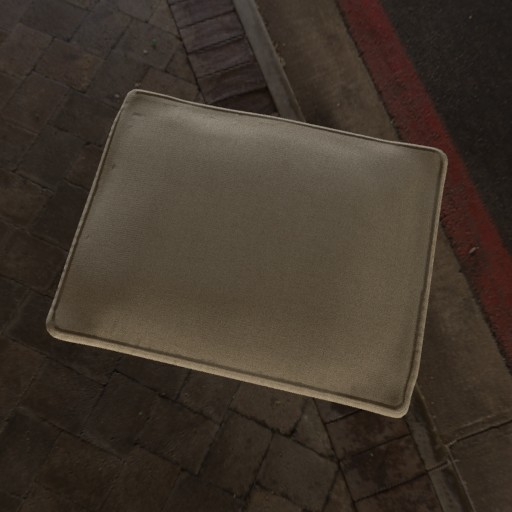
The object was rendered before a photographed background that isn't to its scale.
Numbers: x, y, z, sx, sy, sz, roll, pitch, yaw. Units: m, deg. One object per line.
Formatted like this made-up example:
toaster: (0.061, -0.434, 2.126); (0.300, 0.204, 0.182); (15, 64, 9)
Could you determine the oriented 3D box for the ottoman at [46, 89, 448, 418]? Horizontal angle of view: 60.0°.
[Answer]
ottoman: (0.000, 0.000, 1.210); (0.833, 0.485, 0.650); (12, 77, 3)
